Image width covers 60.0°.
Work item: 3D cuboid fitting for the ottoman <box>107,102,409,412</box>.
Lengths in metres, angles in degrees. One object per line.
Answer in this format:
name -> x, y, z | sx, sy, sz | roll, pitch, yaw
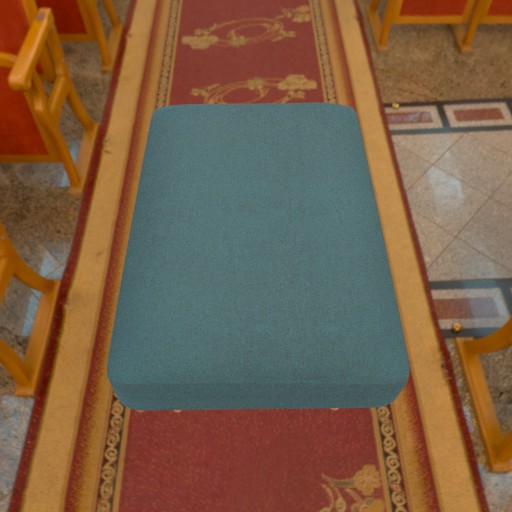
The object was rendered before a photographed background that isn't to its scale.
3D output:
ottoman -> 0.000, 0.000, 1.087 | 0.549, 0.428, 0.749 | -1, 56, 0
